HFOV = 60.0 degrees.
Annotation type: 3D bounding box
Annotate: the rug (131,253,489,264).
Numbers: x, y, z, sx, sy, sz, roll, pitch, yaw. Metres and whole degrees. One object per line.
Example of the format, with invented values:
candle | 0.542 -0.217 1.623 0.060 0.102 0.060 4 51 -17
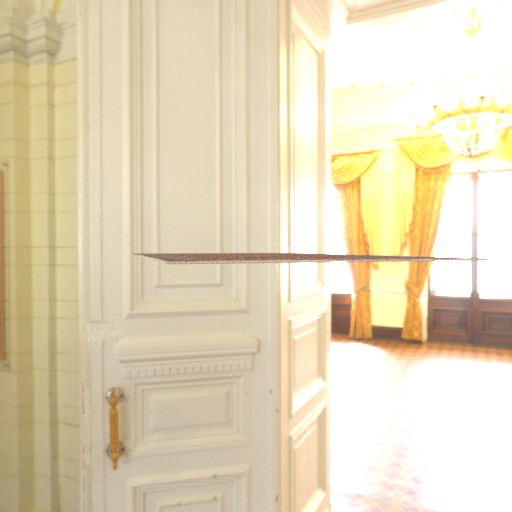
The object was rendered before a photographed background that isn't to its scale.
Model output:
rug | 0.000 0.000 3.029 1.533 0.011 2.439 0 1 -19
